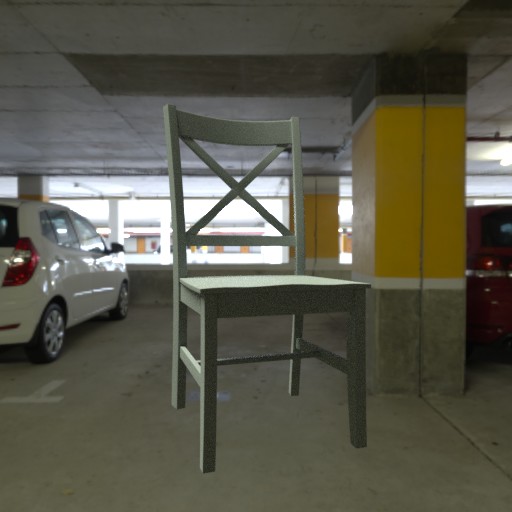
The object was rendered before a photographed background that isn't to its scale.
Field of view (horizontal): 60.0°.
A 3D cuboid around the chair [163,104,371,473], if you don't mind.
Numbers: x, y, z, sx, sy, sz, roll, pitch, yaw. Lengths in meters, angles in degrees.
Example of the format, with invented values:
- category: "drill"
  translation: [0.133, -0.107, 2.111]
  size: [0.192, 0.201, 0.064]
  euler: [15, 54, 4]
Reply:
- category: "chair"
  translation: [0.000, 0.000, 1.317]
  size: [0.485, 0.983, 0.542]
  euler: [0, 1, -18]
